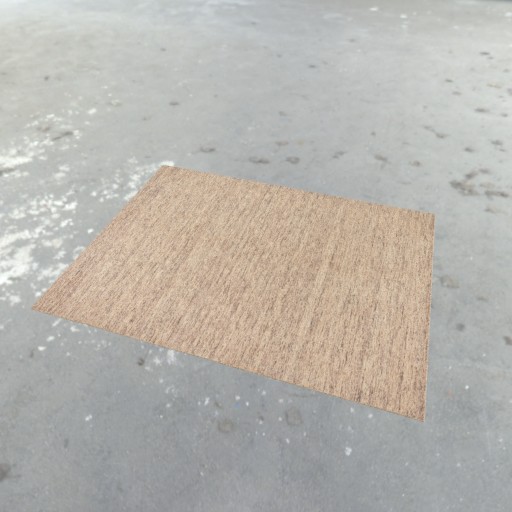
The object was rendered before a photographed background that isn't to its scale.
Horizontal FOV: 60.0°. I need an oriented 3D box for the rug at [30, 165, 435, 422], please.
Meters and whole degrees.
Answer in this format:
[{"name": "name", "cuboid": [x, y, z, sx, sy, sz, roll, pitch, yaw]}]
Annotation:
[{"name": "rug", "cuboid": [0.000, 0.000, 4.223, 3.205, 0.013, 2.448, 13, 44, 13]}]
